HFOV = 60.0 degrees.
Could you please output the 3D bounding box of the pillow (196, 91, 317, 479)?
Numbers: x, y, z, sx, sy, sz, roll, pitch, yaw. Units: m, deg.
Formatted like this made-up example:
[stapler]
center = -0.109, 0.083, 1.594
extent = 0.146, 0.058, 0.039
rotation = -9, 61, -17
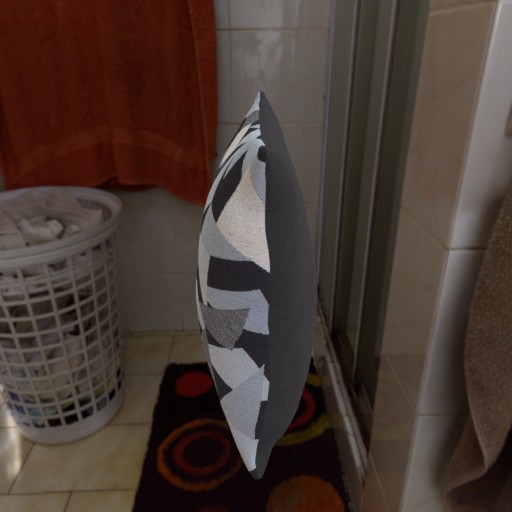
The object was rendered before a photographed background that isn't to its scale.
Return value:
[pillow]
center = 0.000, 0.000, 0.769
extent = 0.208, 0.496, 0.503
rotation = 0, 26, 0
